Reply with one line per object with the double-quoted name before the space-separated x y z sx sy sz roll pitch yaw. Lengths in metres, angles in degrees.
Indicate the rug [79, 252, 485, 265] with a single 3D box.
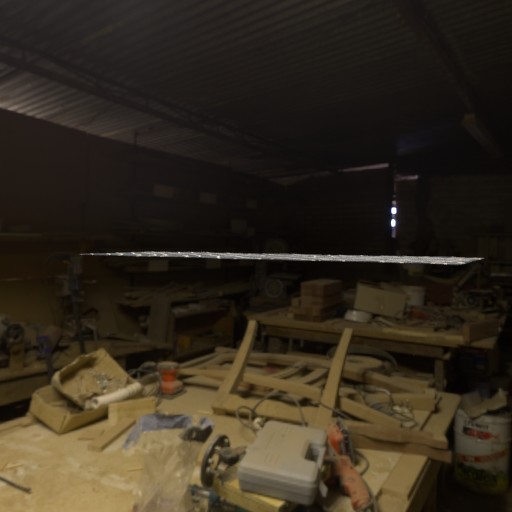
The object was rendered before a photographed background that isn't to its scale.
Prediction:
"rug" 0.000 0.000 2.743 2.476 0.010 0.807 1 2 34
